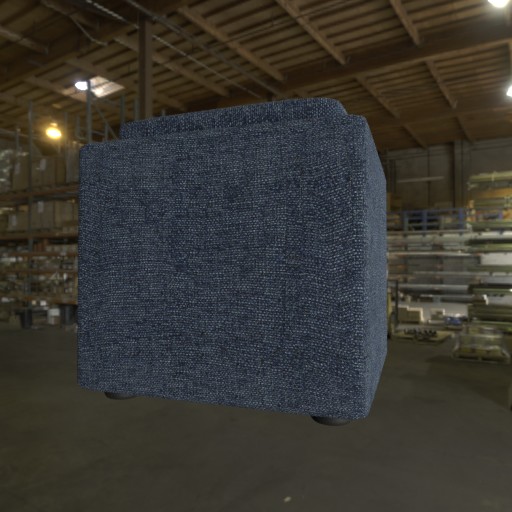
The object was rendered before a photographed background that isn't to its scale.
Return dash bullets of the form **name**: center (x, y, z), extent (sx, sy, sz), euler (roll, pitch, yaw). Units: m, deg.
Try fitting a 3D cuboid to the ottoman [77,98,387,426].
- **ottoman**: center (0.000, 0.000, 0.831), extent (0.450, 0.460, 0.450), euler (0, -1, 19)
